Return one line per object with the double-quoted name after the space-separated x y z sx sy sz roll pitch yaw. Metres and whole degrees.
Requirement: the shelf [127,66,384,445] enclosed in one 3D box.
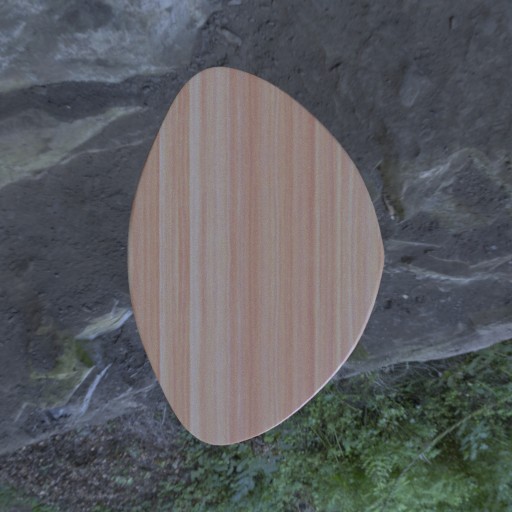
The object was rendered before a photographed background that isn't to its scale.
0.000 0.000 1.676 0.845 0.440 1.246 0 91 0 "shelf"
